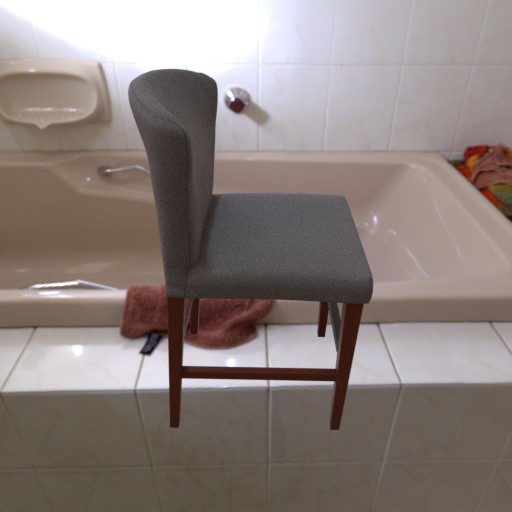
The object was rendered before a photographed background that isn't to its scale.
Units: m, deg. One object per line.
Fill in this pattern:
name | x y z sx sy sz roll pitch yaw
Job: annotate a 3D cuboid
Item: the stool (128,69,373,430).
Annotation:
stool | 0.000 0.000 1.268 0.568 0.968 0.481 1 33 1
